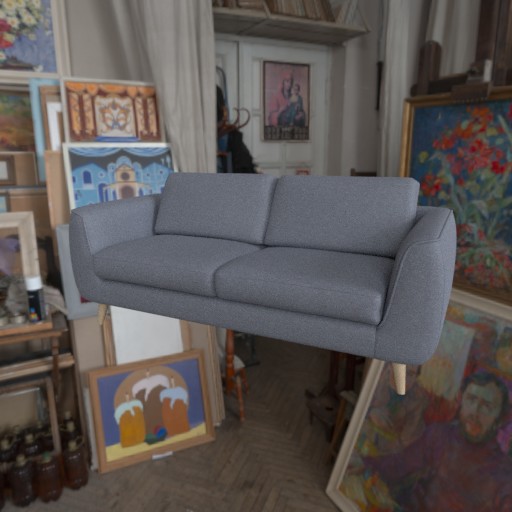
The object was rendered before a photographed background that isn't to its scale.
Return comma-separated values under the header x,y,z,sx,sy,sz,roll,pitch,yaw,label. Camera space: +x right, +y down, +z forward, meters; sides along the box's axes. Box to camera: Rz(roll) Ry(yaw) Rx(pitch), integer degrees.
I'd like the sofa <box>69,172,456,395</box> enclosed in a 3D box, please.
x,y,z,sx,sy,sz,roll,pitch,yaw,label
0.000,0.000,2.504,2.000,0.870,0.920,7,15,26,sofa
